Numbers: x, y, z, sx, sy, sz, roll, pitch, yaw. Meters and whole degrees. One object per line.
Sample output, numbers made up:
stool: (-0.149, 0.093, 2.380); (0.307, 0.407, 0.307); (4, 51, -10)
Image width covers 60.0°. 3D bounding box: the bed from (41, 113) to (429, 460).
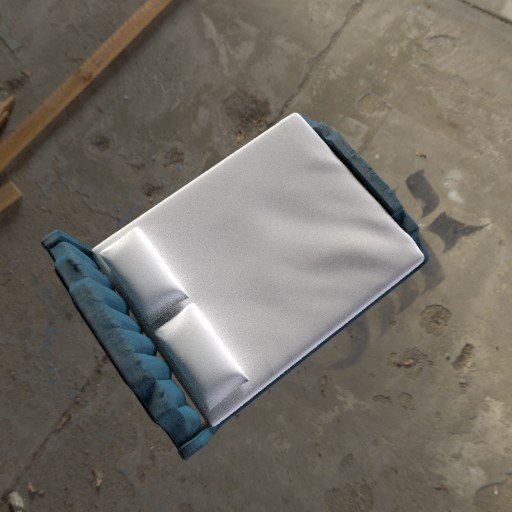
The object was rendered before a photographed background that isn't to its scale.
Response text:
bed: (0.000, 0.000, 3.373); (2.322, 1.351, 1.676); (-36, 78, -9)
